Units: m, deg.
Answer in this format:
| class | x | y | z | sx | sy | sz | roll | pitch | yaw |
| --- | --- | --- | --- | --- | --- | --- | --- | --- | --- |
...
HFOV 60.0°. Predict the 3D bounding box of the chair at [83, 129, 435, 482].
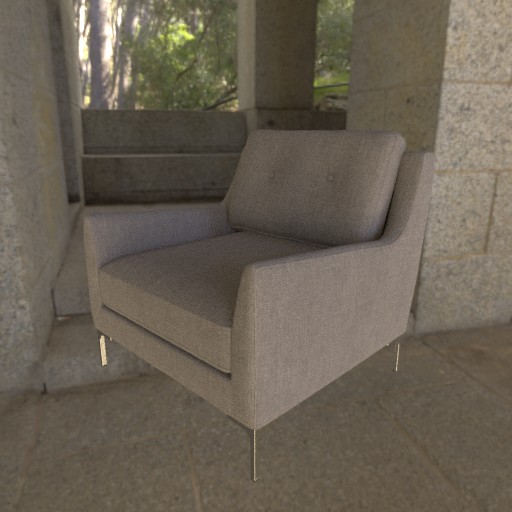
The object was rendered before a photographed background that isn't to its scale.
| class | x | y | z | sx | sy | sz | roll | pitch | yaw |
| --- | --- | --- | --- | --- | --- | --- | --- | --- | --- |
| chair | 0.000 | 0.000 | 1.516 | 0.847 | 0.828 | 0.849 | 15 | 22 | 42 |
